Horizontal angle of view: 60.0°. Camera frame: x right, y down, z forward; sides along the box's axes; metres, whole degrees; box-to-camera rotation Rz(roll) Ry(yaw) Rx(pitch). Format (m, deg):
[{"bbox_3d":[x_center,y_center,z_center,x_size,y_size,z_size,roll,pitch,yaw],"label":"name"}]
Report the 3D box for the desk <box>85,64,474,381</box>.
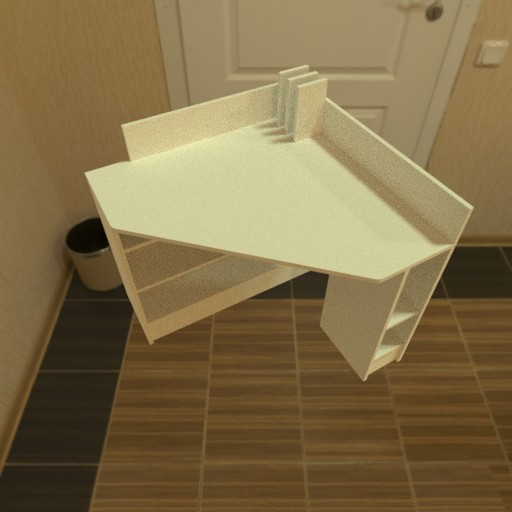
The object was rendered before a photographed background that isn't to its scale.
[{"bbox_3d":[0.000,0.000,1.724,0.940,0.986,0.940,-22,52,-19],"label":"desk"}]
